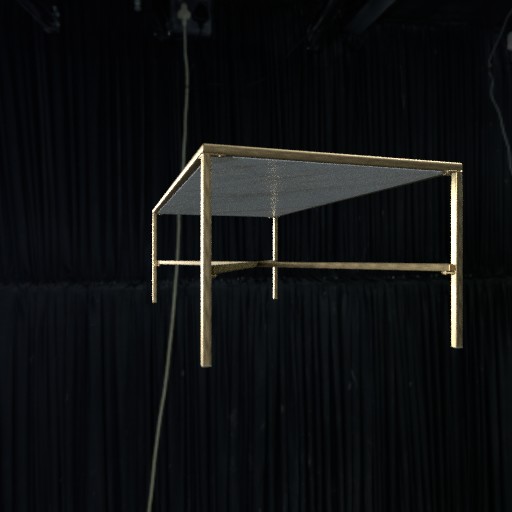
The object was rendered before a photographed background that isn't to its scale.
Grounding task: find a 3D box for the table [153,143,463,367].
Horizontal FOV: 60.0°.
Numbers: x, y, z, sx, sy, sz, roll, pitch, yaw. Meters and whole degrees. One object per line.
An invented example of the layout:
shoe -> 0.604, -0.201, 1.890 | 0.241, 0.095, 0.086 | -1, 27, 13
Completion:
table -> 0.000, 0.000, 1.457 | 0.577, 0.405, 1.197 | 0, 0, -17
